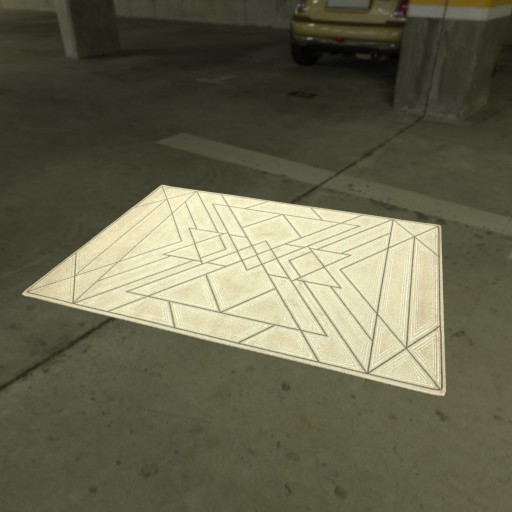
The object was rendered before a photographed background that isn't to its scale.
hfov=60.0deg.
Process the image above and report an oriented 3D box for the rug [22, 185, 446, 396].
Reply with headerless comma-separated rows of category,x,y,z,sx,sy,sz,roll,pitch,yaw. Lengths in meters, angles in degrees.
rug,0.000,0.000,4.257,3.381,0.026,2.436,10,34,16
